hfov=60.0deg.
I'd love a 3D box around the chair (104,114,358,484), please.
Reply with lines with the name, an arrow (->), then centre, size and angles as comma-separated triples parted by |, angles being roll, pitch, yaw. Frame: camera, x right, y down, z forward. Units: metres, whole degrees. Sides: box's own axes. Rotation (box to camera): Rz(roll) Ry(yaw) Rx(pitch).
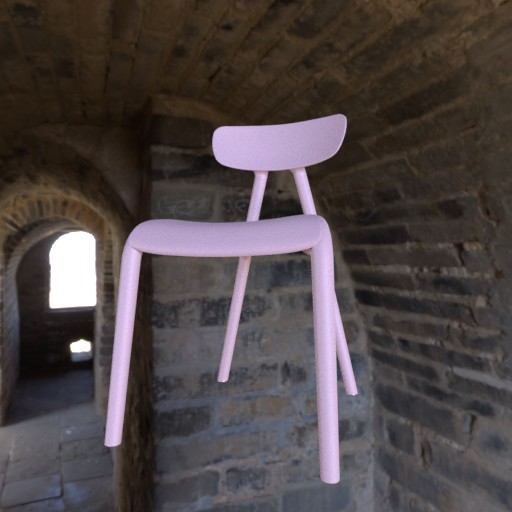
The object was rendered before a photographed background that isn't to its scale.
chair -> 0.000, 0.000, 0.802 | 0.356, 0.580, 0.401 | 0, 0, 19
